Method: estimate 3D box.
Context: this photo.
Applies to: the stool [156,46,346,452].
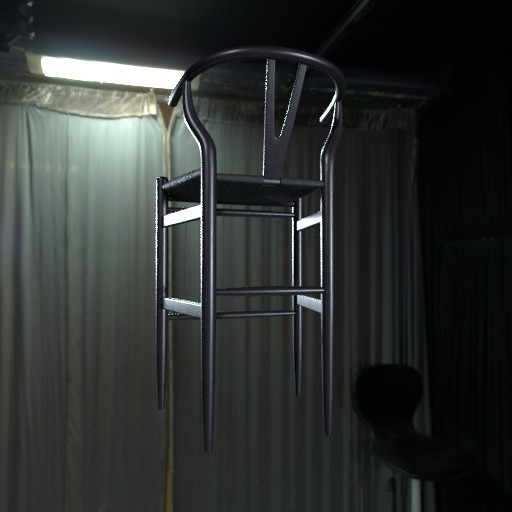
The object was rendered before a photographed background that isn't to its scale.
[{"bbox_3d":[0.000,0.000,1.408,0.569,1.072,0.579,0,-1,-18],"label":"stool"}]
